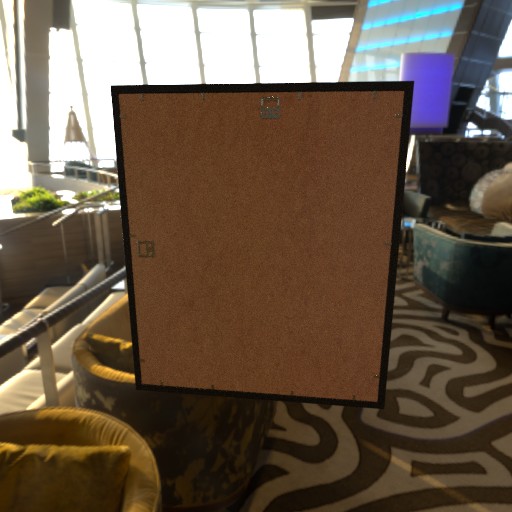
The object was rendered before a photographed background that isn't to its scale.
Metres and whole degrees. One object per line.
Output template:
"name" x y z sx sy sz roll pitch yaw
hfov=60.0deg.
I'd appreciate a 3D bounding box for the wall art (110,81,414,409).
"wall art" 0.000 0.000 0.906 0.559 0.660 0.018 2 16 7
